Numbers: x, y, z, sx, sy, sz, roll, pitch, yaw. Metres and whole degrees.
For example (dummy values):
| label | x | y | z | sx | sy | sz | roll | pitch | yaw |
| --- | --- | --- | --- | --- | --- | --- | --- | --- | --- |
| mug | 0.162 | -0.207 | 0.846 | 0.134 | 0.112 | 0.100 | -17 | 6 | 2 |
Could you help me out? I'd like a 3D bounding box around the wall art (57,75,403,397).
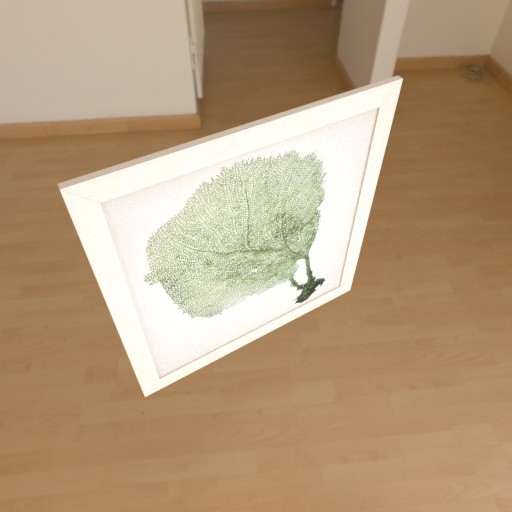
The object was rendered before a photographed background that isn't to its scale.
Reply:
| label | x | y | z | sx | sy | sz | roll | pitch | yaw |
| --- | --- | --- | --- | --- | --- | --- | --- | --- | --- |
| wall art | 0.000 | 0.000 | 0.880 | 0.584 | 0.584 | 0.013 | -24 | 52 | -21 |
